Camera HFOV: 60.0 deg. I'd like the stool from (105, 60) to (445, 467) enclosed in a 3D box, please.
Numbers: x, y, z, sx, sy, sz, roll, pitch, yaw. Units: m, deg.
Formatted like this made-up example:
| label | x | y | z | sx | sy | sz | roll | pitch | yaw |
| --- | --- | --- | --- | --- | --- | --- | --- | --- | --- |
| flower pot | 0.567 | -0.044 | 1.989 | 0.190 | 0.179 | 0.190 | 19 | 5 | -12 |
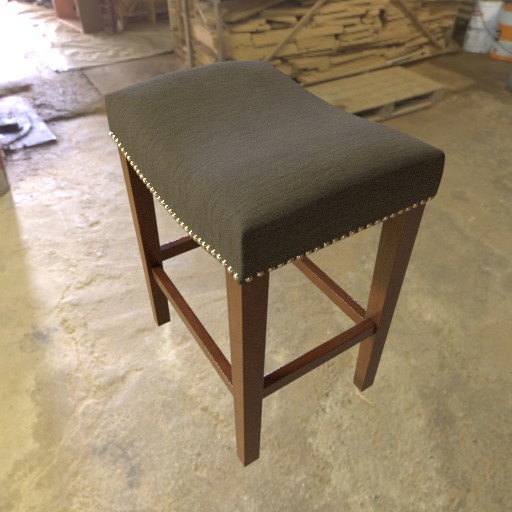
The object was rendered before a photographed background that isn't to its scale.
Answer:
| label | x | y | z | sx | sy | sz | roll | pitch | yaw |
| --- | --- | --- | --- | --- | --- | --- | --- | --- | --- |
| stool | 0.000 | 0.000 | 0.934 | 0.372 | 0.654 | 0.504 | -23 | 46 | -24 |
